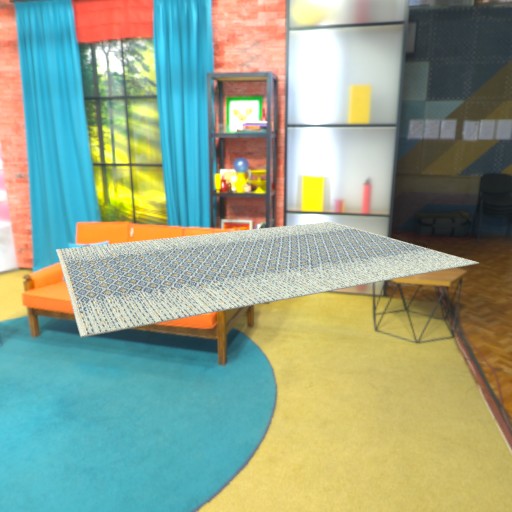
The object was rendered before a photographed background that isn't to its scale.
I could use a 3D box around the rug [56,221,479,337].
[{"bbox_3d":[0.000,0.000,2.289,1.828,0.005,1.219,-8,17,-26],"label":"rug"}]
